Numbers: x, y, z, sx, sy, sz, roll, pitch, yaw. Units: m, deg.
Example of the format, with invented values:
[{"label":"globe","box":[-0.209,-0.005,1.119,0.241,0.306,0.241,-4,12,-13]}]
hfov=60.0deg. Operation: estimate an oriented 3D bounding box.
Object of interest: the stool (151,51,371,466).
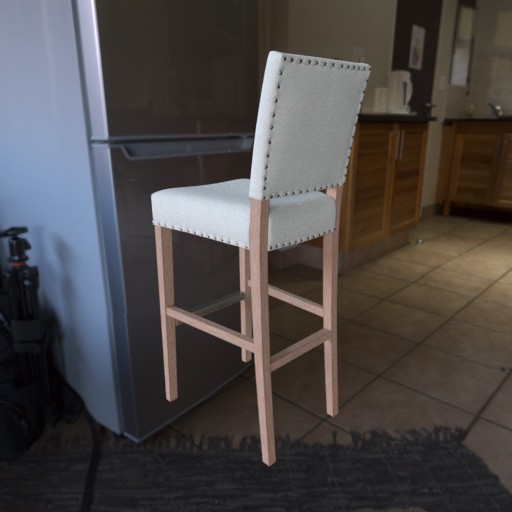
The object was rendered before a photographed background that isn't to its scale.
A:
[{"label":"stool","box":[0.000,0.000,1.436,0.428,1.143,0.546,-17,24,-42]}]
